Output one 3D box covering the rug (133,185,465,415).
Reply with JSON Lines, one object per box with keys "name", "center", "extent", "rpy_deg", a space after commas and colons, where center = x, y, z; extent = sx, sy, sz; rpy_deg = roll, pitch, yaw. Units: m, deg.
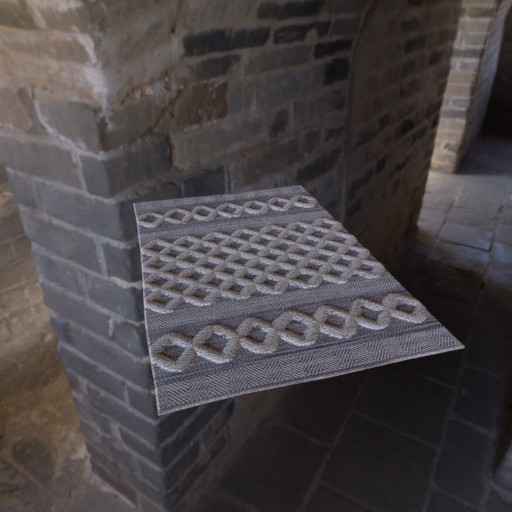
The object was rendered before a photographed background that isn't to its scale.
{"name": "rug", "center": [0.000, 0.000, 2.382], "extent": [1.222, 0.030, 1.823], "rpy_deg": [-8, 31, -14]}
